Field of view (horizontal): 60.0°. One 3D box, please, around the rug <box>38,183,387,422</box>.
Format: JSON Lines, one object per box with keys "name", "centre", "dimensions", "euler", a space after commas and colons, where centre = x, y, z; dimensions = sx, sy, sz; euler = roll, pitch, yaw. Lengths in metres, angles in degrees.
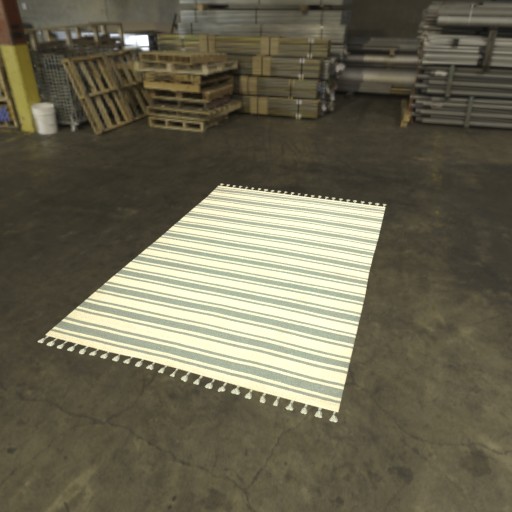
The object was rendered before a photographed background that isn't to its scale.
{"name": "rug", "centre": [0.000, 0.000, 3.030], "dimensions": [1.539, 0.011, 2.410], "euler": [10, 31, 16]}
